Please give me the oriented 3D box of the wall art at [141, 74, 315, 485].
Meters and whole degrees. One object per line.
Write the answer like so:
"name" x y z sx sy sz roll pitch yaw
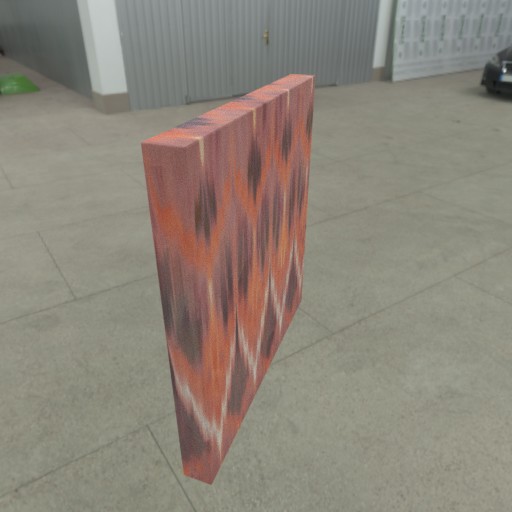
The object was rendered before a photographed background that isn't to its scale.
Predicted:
"wall art" 0.000 0.000 0.596 0.038 0.406 0.403 10 31 18
